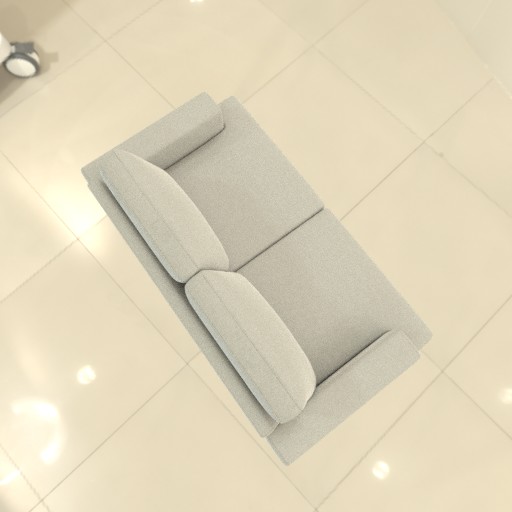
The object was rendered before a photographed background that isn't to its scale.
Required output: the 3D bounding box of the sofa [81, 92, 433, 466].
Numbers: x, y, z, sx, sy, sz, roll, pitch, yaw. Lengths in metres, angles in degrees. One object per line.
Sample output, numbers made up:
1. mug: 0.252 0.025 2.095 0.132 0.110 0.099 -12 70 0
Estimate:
1. sofa: 0.000 0.000 2.181 0.920 0.810 1.650 -35 78 -9
